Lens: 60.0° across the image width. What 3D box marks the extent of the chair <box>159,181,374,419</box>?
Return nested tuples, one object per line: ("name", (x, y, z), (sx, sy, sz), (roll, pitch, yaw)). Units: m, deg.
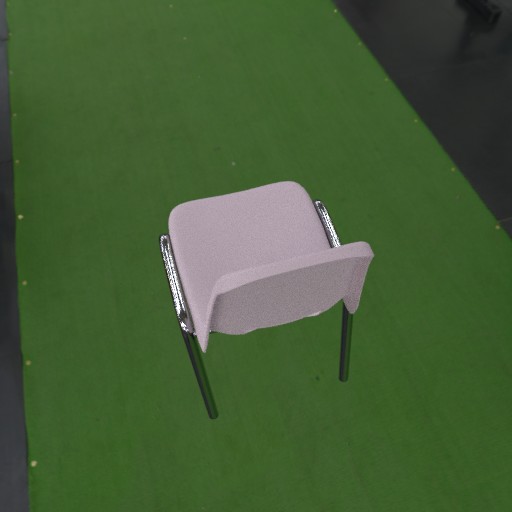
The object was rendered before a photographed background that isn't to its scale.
("chair", (0.000, 0.000, 0.857), (0.354, 0.586, 0.423), (-13, 59, -8))
